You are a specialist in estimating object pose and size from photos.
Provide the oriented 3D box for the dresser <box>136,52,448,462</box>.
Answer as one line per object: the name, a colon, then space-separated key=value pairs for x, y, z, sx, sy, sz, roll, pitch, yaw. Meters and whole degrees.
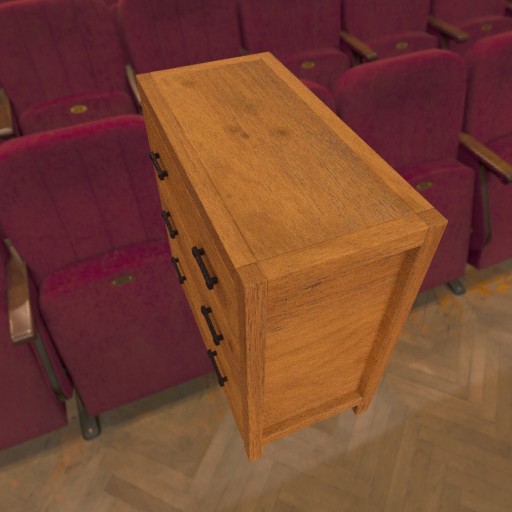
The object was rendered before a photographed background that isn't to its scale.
dresser: x=0.000 y=0.000 z=1.293 sx=0.427 sy=0.804 sz=0.804 roll=-17 pitch=49 yaw=-15
